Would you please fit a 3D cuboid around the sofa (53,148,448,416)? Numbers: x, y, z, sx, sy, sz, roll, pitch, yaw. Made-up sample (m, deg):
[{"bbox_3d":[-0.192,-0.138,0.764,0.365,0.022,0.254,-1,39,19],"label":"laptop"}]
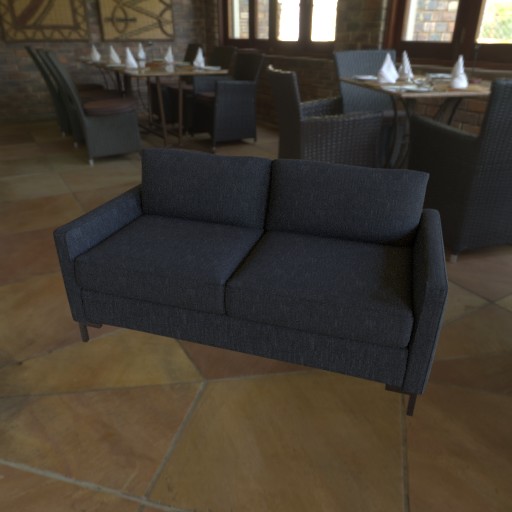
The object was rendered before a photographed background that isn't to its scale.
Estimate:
[{"bbox_3d":[0.000,0.000,2.215,1.716,0.862,0.866,8,28,16],"label":"sofa"}]
